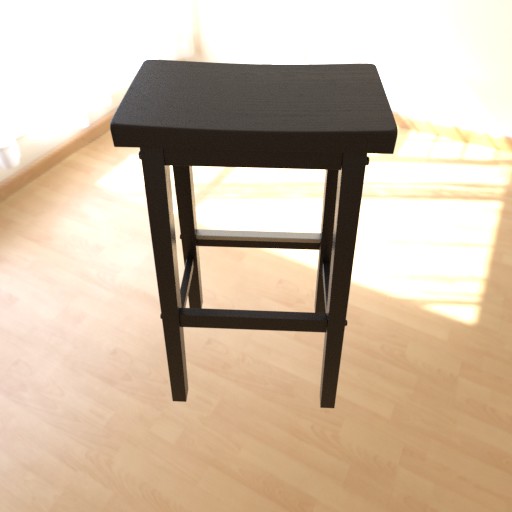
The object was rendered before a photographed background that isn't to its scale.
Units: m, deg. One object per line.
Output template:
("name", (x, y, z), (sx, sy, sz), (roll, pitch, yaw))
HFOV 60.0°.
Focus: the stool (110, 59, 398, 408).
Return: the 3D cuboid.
("stool", (0.000, 0.000, 0.960), (0.406, 0.742, 0.322), (2, 46, 2))
